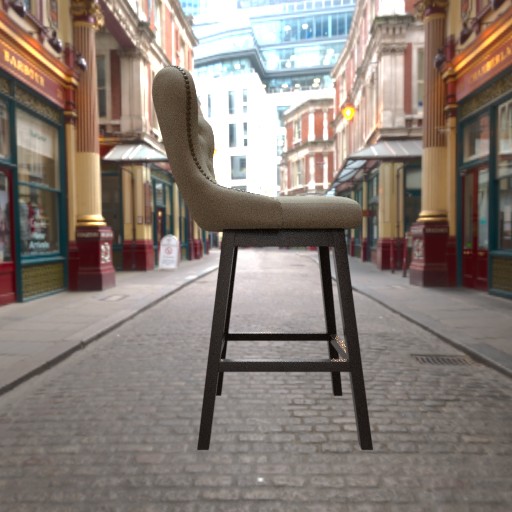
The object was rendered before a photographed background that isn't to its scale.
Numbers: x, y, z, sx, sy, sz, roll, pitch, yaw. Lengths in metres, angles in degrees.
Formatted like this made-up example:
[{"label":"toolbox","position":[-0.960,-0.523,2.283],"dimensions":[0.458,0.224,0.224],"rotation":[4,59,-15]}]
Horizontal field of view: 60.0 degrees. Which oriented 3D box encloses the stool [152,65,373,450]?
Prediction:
[{"label":"stool","position":[0.000,0.000,1.320],"dimensions":[0.593,0.971,0.528],"rotation":[0,2,0]}]
